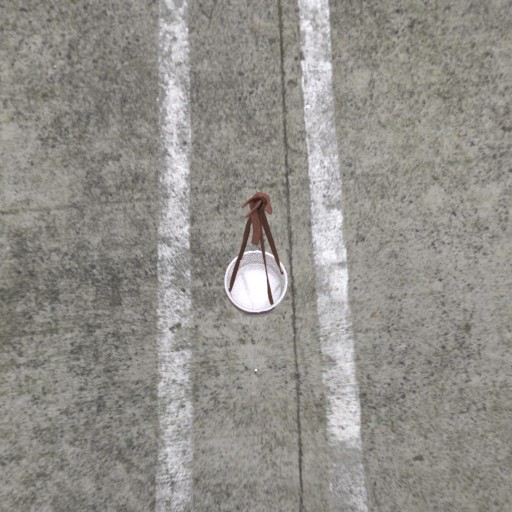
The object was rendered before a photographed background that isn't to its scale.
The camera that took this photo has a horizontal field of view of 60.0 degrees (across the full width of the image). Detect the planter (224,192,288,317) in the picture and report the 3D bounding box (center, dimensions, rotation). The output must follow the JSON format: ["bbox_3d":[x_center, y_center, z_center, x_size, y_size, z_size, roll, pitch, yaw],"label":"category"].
[{"bbox_3d":[0.000,0.000,0.827,0.153,0.753,0.157,-2,76,-1],"label":"planter"}]
